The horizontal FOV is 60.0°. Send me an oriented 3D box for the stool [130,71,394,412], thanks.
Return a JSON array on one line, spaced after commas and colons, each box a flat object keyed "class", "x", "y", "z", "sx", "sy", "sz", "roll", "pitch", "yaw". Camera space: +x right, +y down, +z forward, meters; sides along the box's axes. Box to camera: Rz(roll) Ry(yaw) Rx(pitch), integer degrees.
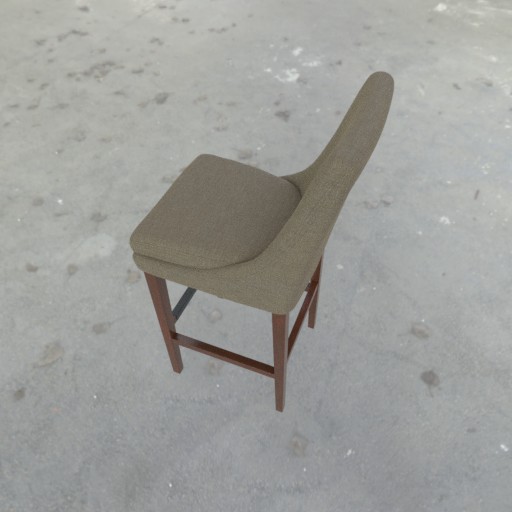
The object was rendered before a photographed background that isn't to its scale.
[{"class": "stool", "x": 0.000, "y": 0.000, "z": 1.370, "sx": 0.577, "sy": 1.078, "sz": 0.470, "roll": 16, "pitch": 49, "yaw": 15}]
